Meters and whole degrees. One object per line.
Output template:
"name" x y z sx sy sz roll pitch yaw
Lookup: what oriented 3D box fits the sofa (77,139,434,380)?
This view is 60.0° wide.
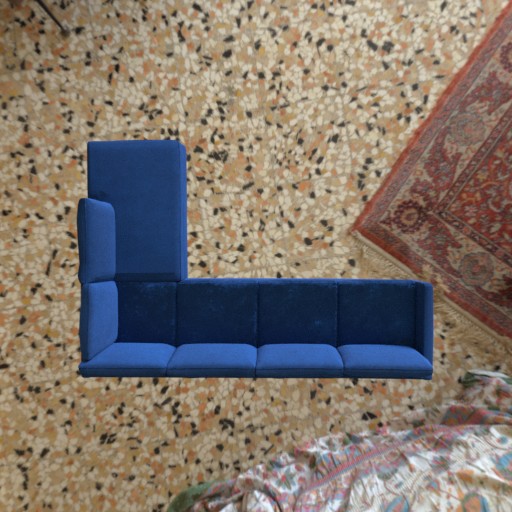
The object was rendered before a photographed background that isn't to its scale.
"sofa" 0.000 0.000 3.221 2.486 0.687 1.707 0 90 1
